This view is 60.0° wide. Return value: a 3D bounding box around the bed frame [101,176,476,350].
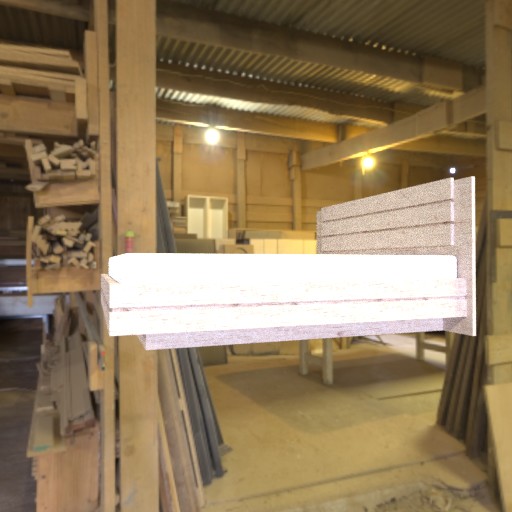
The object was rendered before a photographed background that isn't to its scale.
[{"bbox_3d":[0.000,0.000,3.208,2.080,0.970,1.950,0,-1,-20],"label":"bed frame"}]
